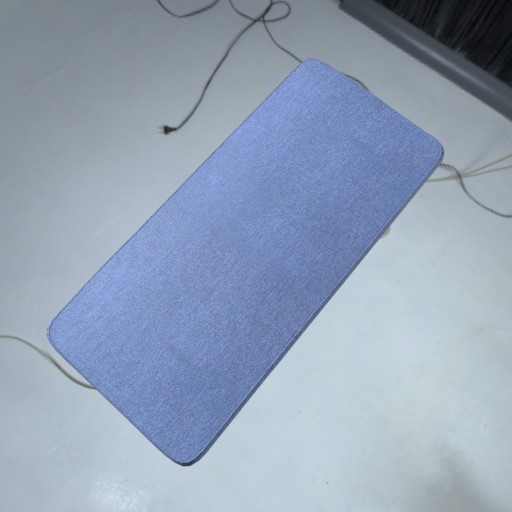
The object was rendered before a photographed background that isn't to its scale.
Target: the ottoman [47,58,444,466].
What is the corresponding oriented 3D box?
[{"bbox_3d":[0.000,0.000,1.367,0.515,0.460,1.110,39,78,10],"label":"ottoman"}]
